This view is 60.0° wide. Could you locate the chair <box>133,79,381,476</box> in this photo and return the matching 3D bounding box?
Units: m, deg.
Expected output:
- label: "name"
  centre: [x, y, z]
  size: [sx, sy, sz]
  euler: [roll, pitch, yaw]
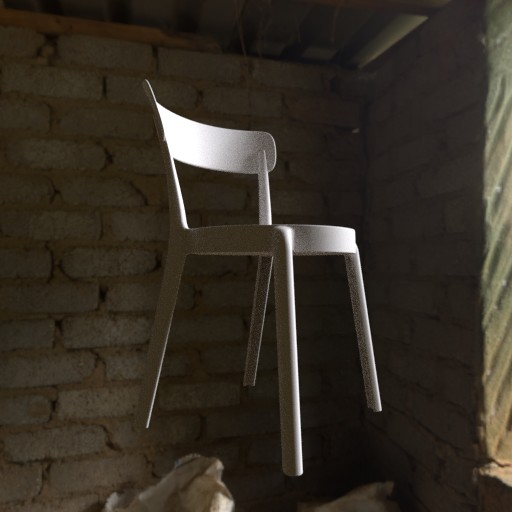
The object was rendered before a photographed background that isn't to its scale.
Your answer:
- label: "chair"
  centre: [0.000, 0.000, 1.107]
  size: [0.491, 0.790, 0.506]
  euler: [-1, -1, 35]
